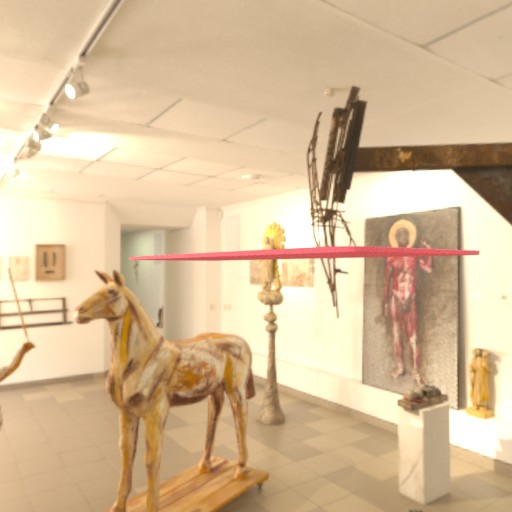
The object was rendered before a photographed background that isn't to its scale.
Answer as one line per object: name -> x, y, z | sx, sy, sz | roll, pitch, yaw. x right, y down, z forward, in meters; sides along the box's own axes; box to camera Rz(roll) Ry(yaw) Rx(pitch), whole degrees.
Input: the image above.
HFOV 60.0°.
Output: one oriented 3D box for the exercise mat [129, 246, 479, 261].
exercise mat -> 0.000, 0.000, 2.124 | 0.616, 0.021, 1.884 | 1, -2, -35
